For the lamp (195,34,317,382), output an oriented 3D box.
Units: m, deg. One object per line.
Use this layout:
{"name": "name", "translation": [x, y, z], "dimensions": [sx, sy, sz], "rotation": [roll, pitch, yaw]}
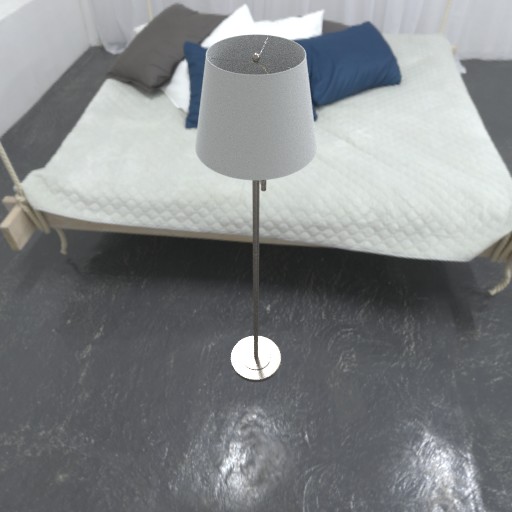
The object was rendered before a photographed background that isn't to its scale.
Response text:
{"name": "lamp", "translation": [0.000, 0.000, 1.645], "dimensions": [0.355, 1.473, 0.355], "rotation": [0, 46, 0]}
